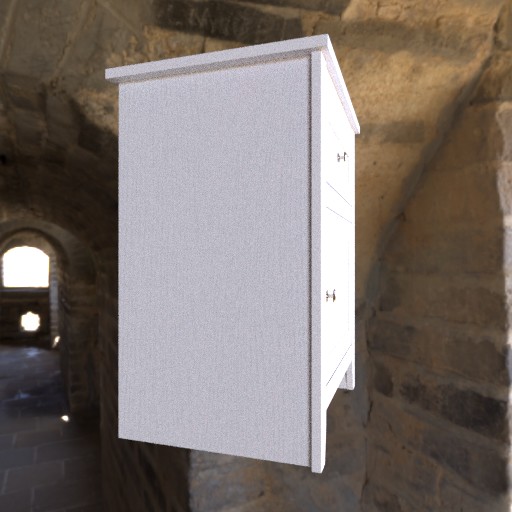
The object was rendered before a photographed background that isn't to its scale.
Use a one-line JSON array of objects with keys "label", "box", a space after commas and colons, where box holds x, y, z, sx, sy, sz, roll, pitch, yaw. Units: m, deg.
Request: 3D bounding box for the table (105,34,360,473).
[{"label": "table", "box": [0.000, 0.000, 0.920, 0.381, 0.635, 0.480, 0, 0, 18]}]
